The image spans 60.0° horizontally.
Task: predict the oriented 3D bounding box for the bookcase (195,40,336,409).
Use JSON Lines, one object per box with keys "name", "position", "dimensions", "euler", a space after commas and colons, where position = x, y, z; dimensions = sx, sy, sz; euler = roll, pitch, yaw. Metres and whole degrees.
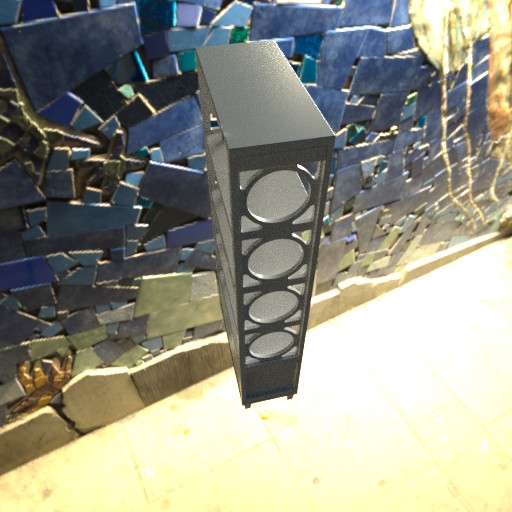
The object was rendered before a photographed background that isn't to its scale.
{"name": "bookcase", "position": [0.000, 0.000, 2.236], "dimensions": [0.361, 1.869, 0.761], "euler": [-9, 48, -9]}
